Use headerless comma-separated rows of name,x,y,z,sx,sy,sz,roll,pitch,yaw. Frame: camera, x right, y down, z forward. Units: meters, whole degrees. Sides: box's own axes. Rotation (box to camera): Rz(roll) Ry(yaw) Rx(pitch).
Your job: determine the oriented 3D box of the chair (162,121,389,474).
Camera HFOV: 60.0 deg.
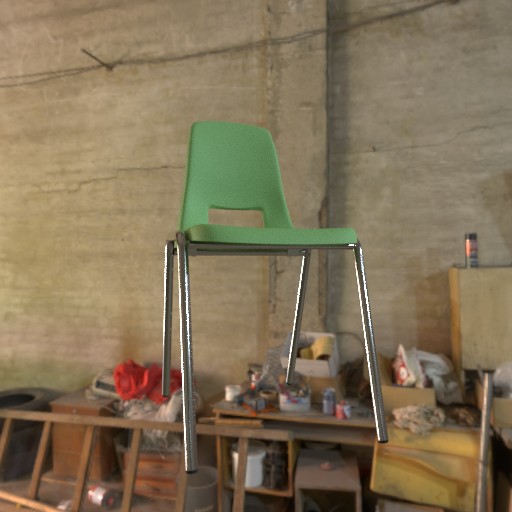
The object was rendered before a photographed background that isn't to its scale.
chair,0.000,0.000,0.969,0.381,0.704,0.436,0,0,-19
